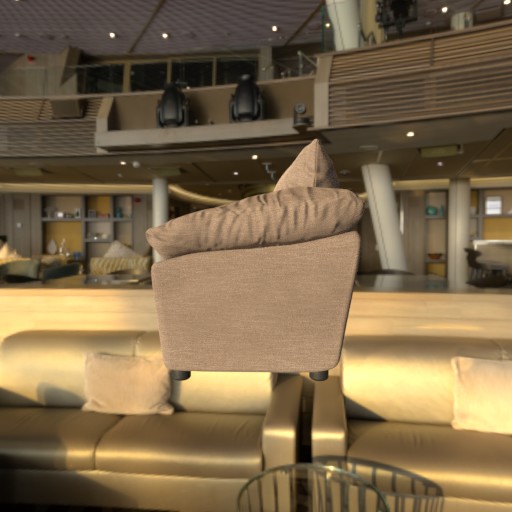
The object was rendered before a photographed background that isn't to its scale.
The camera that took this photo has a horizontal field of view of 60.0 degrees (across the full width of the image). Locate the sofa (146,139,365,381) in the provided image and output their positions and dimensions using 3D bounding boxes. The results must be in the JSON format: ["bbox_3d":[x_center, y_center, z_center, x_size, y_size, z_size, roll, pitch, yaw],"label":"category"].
[{"bbox_3d":[0.000,0.000,2.894,0.927,1.043,2.390,0,2,1],"label":"sofa"}]
